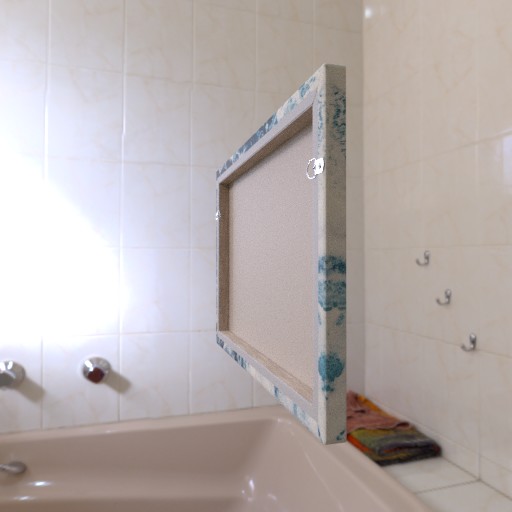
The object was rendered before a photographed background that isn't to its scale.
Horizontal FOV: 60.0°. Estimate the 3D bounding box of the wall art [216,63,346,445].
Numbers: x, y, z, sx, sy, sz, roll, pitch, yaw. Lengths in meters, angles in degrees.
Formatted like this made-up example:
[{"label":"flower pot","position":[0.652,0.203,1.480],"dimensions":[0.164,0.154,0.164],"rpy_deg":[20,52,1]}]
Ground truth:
[{"label":"wall art","position":[0.000,0.000,1.146],"dimensions":[0.042,0.610,0.915],"rpy_deg":[0,-1,-16]}]
